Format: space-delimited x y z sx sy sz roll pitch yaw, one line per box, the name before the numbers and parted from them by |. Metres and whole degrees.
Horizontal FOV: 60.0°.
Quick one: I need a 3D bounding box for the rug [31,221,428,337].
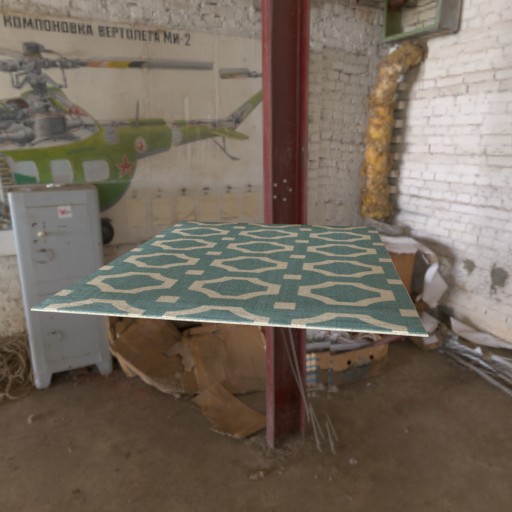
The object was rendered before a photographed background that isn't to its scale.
rug | 0.000 0.000 4.131 2.466 0.021 3.049 2 15 9
